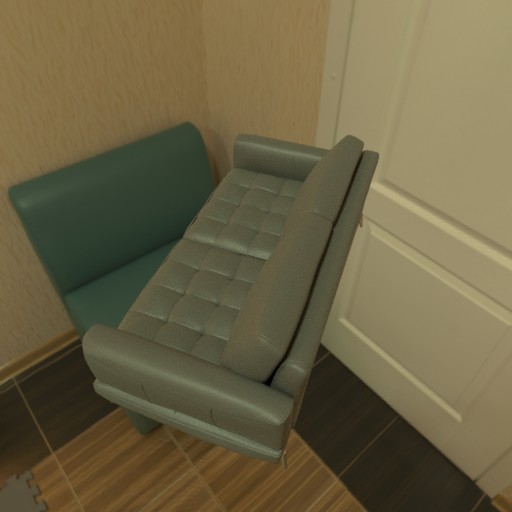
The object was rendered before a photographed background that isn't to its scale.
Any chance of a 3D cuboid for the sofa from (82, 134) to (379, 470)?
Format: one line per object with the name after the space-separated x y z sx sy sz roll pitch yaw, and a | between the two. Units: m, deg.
0.000 0.000 2.790 1.121 0.930 2.177 15 48 14 | sofa
